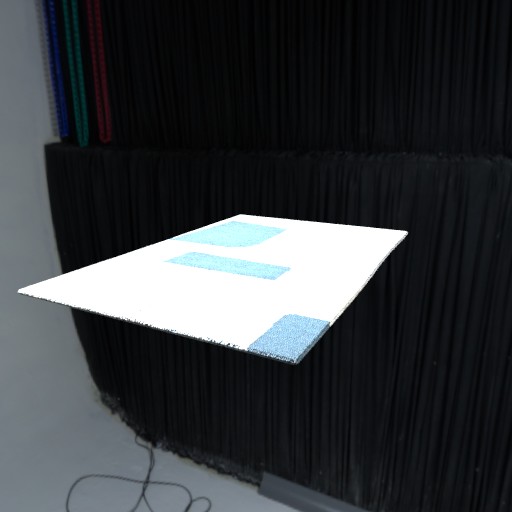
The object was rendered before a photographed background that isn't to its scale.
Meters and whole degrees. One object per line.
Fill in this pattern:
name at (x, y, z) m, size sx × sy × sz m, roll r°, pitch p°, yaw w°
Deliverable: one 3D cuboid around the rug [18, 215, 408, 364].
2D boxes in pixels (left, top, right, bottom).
rug at (0.000, 0.000, 2.321) m, size 1.238 × 0.020 × 1.847 m, roll 8°, pitch 18°, yaw 26°
